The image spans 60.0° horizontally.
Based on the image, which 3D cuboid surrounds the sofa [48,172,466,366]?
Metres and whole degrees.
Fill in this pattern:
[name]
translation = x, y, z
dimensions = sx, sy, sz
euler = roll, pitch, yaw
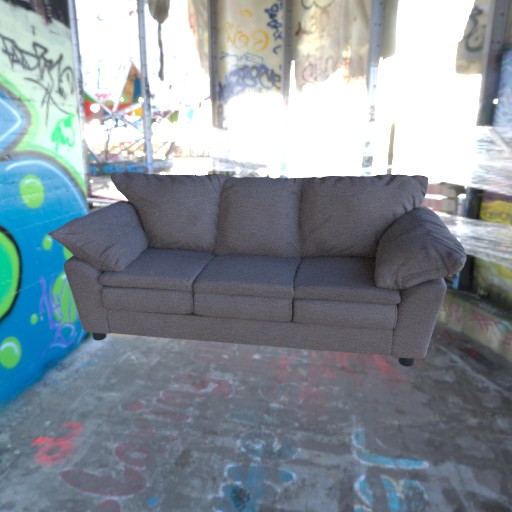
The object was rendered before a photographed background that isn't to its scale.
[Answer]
[sofa]
translation = 0.000, 0.000, 2.904
dimensions = 2.390, 1.043, 0.927
euler = 3, 15, 10
